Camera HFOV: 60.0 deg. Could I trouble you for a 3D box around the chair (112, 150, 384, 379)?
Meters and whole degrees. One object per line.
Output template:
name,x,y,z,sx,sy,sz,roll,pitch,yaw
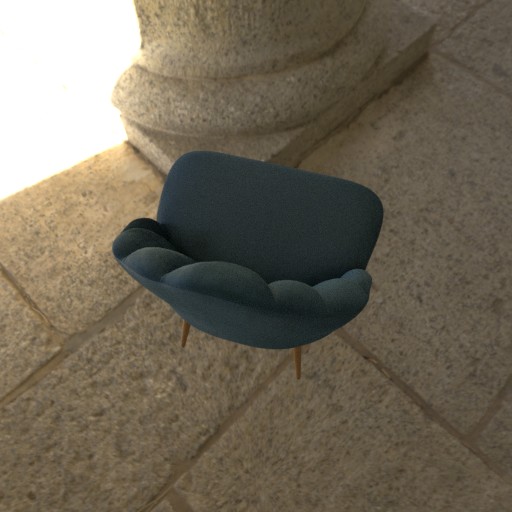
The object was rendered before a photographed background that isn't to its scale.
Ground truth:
chair,0.000,0.000,1.278,0.657,0.819,0.599,14,64,7
